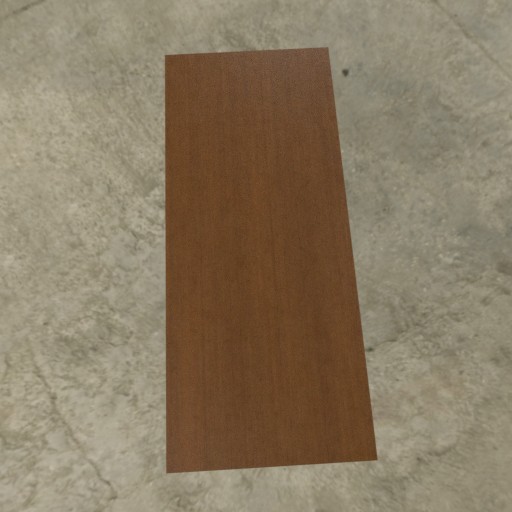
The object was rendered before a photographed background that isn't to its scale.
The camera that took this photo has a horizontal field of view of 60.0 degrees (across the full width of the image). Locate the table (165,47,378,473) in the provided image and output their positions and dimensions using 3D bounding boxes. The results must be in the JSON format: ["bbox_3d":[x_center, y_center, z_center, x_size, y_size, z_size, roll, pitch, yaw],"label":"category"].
[{"bbox_3d":[0.000,0.000,1.374,0.490,0.464,1.119,-3,75,-1],"label":"table"}]
